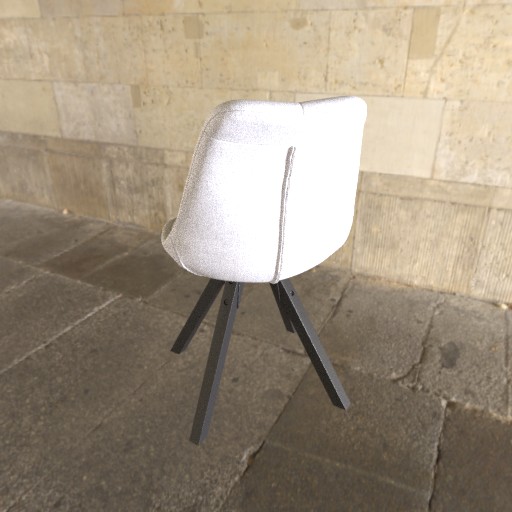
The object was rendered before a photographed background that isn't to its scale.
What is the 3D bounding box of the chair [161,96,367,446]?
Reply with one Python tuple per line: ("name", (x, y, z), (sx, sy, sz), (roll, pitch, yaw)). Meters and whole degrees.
("chair", (0.000, 0.000, 1.190), (0.485, 0.850, 0.550), (-8, 26, -16))
